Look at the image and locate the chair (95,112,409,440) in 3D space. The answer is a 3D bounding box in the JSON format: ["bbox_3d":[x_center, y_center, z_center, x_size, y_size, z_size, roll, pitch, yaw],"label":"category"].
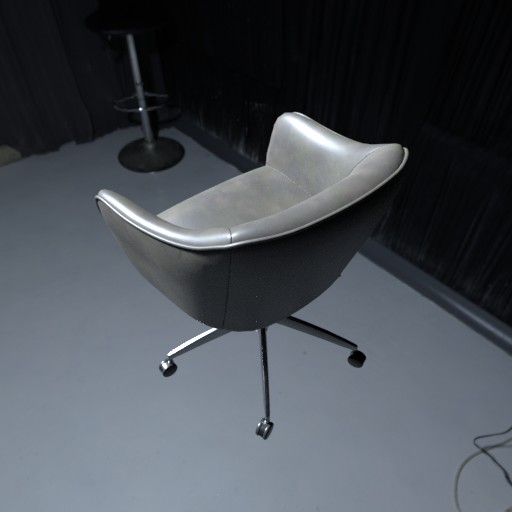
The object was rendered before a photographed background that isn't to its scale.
[{"bbox_3d":[0.000,0.000,1.335,0.713,0.827,0.689,-31,53,-26],"label":"chair"}]
